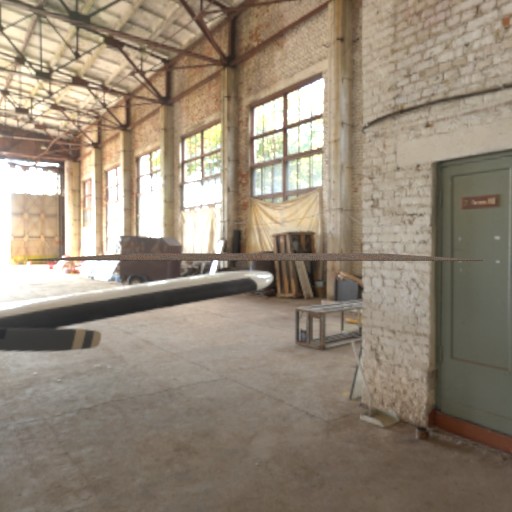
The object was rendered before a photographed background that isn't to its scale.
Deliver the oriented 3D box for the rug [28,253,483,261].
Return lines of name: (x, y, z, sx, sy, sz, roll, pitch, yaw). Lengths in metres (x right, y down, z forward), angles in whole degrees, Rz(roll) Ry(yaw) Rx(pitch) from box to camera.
rug: (0.000, 0.000, 4.163, 3.035, 0.008, 2.425, 0, 1, 1)
